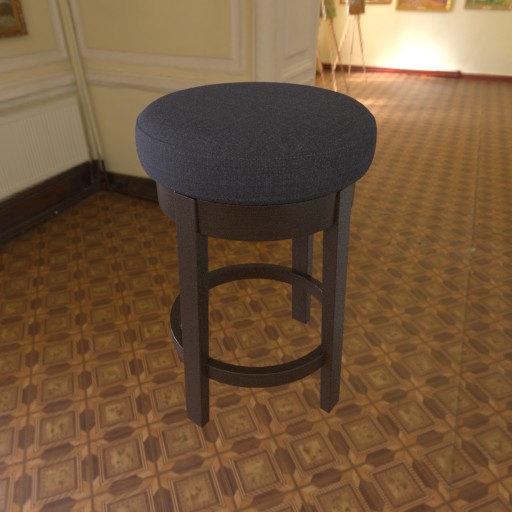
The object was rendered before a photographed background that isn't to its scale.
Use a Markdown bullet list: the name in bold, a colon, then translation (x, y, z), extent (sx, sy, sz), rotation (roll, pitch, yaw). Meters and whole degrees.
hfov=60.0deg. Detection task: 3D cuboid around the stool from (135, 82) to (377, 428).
- **stool**: translation (0.000, 0.000, 0.953), extent (0.449, 0.655, 0.449), rotation (0, 32, 0)
